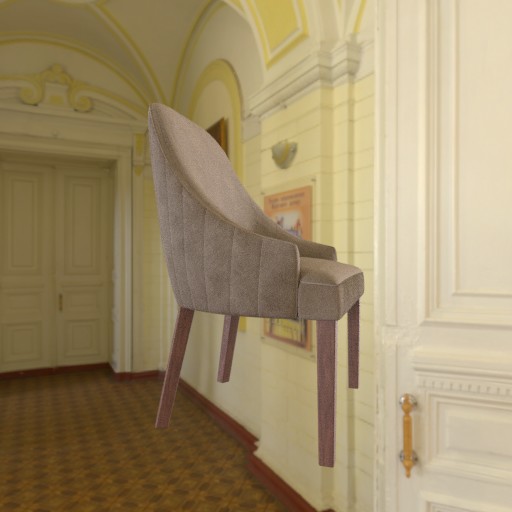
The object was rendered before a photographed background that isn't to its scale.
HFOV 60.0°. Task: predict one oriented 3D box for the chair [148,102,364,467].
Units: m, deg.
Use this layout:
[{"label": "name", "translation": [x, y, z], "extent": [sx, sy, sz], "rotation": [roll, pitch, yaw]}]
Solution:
[{"label": "chair", "translation": [0.000, 0.000, 1.301], "extent": [0.575, 0.889, 0.643], "rotation": [0, 0, 18]}]
